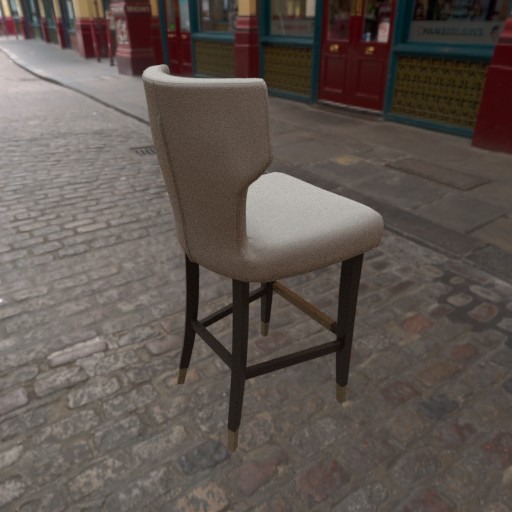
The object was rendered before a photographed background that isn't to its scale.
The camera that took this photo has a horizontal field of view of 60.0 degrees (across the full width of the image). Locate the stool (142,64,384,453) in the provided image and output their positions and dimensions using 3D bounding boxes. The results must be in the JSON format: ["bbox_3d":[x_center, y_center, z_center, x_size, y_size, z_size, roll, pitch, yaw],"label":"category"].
[{"bbox_3d":[0.000,0.000,1.387,0.563,1.092,0.526,-18,33,-31],"label":"stool"}]
